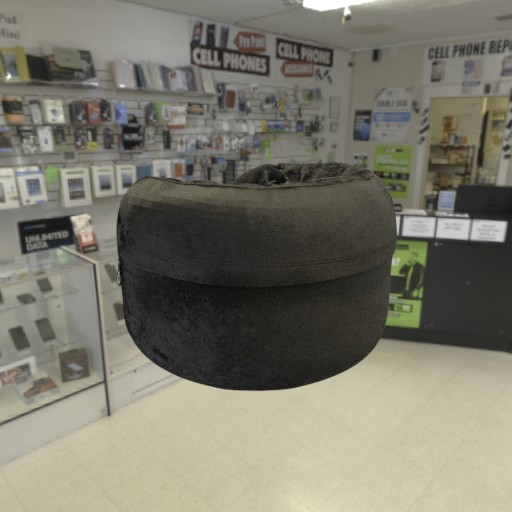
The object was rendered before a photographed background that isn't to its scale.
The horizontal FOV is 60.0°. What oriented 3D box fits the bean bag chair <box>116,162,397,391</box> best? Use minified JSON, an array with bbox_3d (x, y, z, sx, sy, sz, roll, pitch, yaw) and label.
[{"bbox_3d":[0.000,0.000,1.540,0.918,0.605,0.918,0,16,0],"label":"bean bag chair"}]
